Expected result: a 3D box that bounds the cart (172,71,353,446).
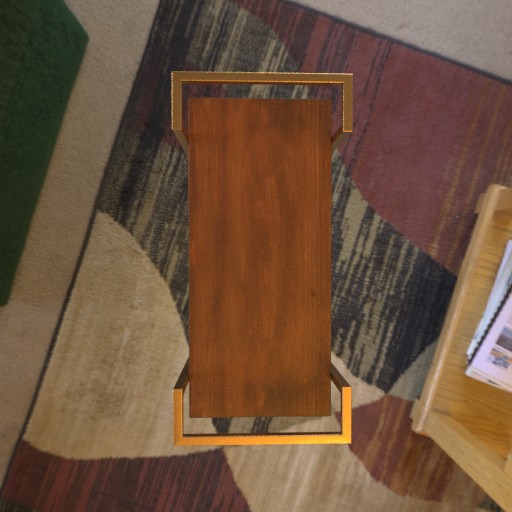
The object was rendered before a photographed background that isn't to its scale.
[{"bbox_3d":[0.000,0.000,1.216,0.364,0.807,0.695,0,91,-2],"label":"cart"}]
